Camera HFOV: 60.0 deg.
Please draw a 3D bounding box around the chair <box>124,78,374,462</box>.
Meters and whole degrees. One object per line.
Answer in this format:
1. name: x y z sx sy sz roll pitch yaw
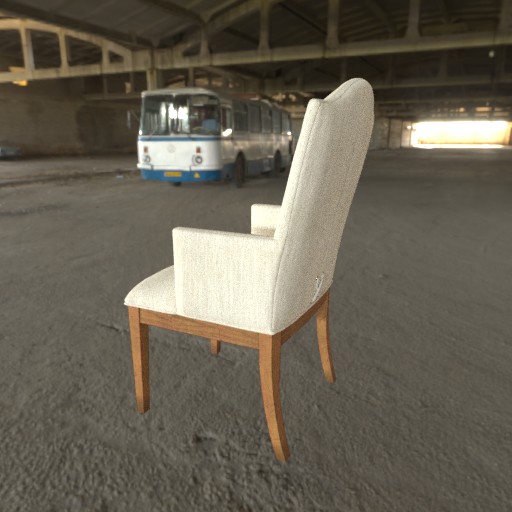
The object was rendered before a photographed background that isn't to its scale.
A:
1. chair: 0.000 0.000 1.396 0.641 1.016 0.533 7 17 25
